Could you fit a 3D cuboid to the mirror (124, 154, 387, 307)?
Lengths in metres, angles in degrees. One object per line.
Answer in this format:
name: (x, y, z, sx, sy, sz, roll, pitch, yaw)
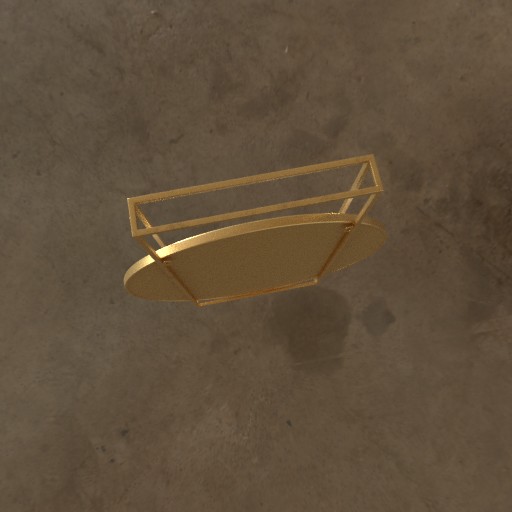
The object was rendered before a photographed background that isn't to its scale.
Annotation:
mirror: (0.000, 0.000, 0.842, 0.508, 0.603, 0.051, -11, 76, -3)
